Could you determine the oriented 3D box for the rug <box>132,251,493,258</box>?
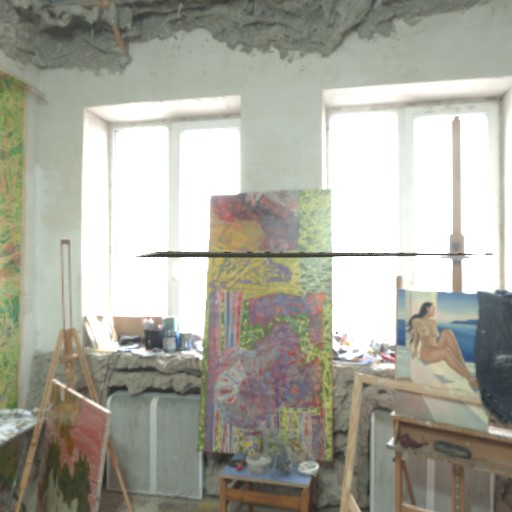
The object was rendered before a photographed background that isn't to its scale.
[{"bbox_3d":[0.000,0.000,2.960,1.523,0.008,2.438,0,-1,-18],"label":"rug"}]
